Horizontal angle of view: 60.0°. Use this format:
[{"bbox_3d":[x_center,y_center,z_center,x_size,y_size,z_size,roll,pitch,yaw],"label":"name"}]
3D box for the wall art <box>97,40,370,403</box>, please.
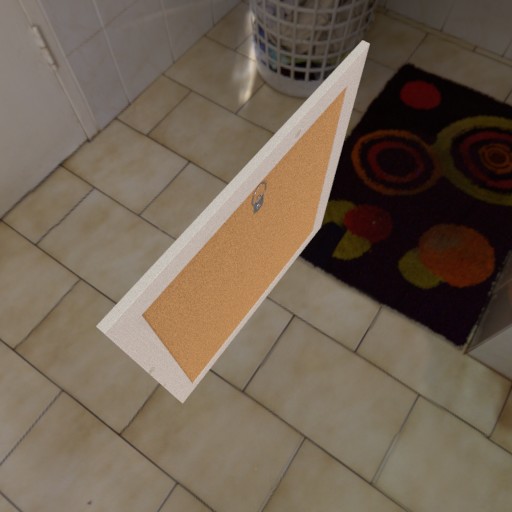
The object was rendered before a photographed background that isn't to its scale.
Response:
[{"bbox_3d":[0.000,0.000,0.847,0.015,0.577,0.572,34,69,15],"label":"wall art"}]
